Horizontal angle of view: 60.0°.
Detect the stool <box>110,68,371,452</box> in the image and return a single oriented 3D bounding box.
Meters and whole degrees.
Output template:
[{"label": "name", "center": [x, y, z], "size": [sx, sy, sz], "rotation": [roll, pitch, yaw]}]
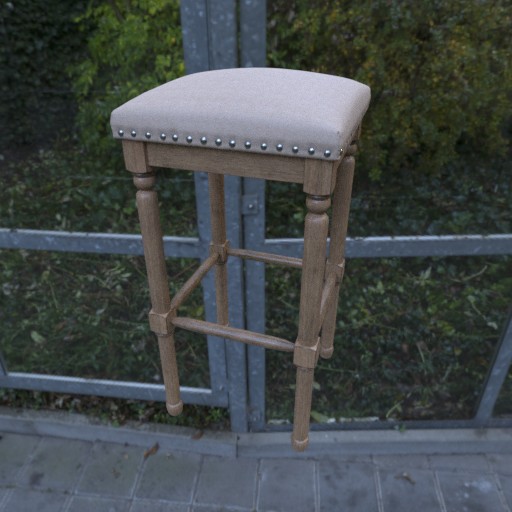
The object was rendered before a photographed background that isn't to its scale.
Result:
[{"label": "stool", "center": [0.000, 0.000, 0.986], "size": [0.382, 0.768, 0.383], "rotation": [10, 32, 16]}]
